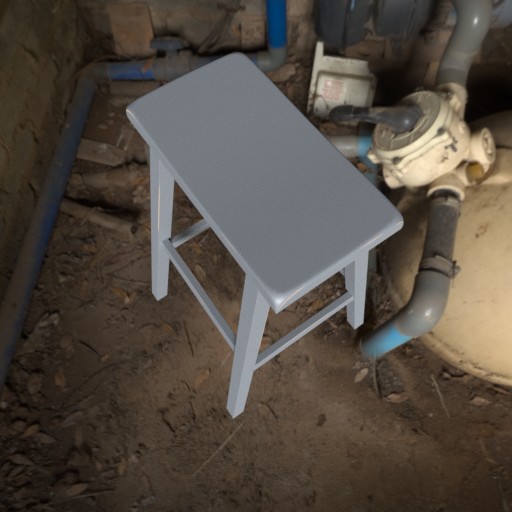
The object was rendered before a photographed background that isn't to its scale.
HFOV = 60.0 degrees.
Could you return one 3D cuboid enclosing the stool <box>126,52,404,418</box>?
[{"bbox_3d":[0.000,0.000,1.039,0.476,0.737,0.457,-32,69,-14],"label":"stool"}]
